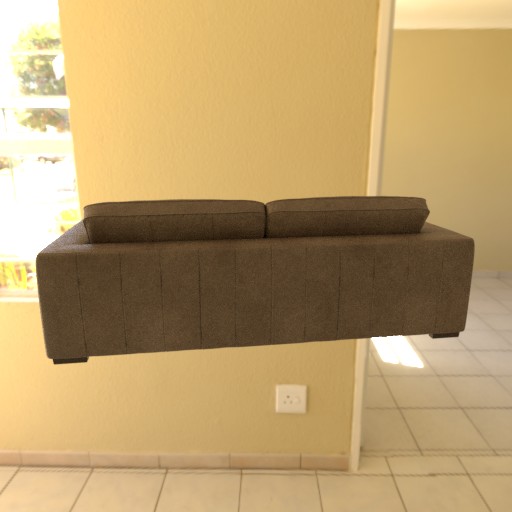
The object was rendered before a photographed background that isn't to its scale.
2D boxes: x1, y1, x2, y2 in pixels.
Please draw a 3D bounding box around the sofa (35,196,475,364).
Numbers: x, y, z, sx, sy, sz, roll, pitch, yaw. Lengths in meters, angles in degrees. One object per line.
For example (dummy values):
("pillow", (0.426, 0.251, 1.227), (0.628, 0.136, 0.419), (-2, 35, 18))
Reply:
("sofa", (0.000, 0.000, 2.760), (2.262, 0.801, 1.070), (-2, 15, -8))
